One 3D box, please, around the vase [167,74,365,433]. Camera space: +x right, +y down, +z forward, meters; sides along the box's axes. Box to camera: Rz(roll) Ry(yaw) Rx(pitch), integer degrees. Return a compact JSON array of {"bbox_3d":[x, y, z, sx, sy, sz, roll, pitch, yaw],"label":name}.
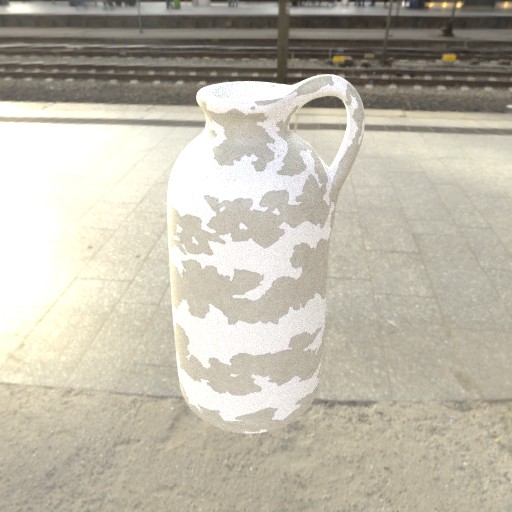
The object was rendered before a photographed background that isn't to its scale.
[{"bbox_3d":[0.000,0.000,0.495,0.203,0.382,0.186,2,32,4],"label":"vase"}]
